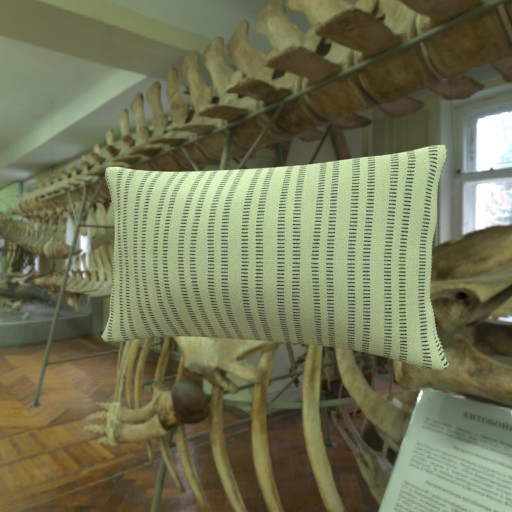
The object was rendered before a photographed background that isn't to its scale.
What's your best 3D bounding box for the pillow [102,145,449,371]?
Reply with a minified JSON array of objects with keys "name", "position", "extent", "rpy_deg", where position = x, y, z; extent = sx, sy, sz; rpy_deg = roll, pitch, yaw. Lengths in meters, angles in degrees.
[{"name":"pillow","position":[0.000,0.000,0.799],"extent":[0.640,0.353,0.210],"rpy_deg":[0,1,19]}]
